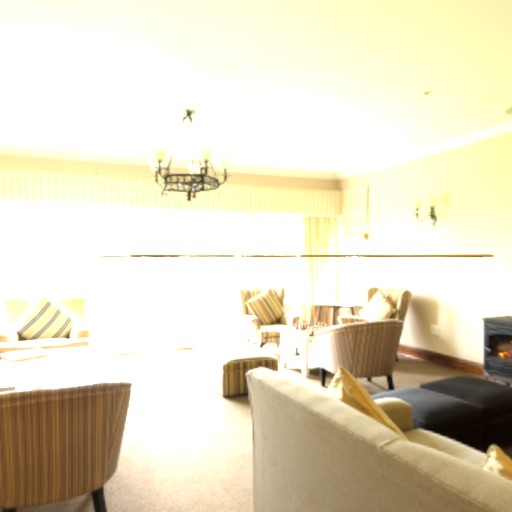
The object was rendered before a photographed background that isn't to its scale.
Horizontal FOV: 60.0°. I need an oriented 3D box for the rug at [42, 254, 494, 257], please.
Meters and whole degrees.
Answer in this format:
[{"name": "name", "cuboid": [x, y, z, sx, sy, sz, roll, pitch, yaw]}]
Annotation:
[{"name": "rug", "cuboid": [0.000, 0.000, 2.637, 2.383, 0.018, 0.857, 0, 0, 18]}]
